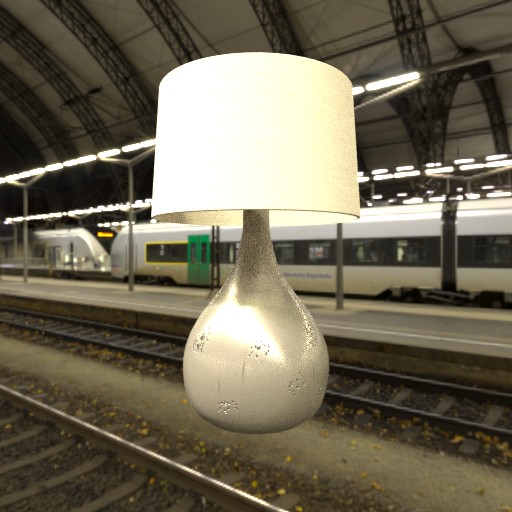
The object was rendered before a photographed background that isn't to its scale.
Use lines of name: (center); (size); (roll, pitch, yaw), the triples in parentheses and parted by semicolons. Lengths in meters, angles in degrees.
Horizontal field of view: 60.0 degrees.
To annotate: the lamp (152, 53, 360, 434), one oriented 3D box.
lamp: (0.000, 0.000, 0.720); (0.330, 0.521, 0.330); (0, 0, 0)
